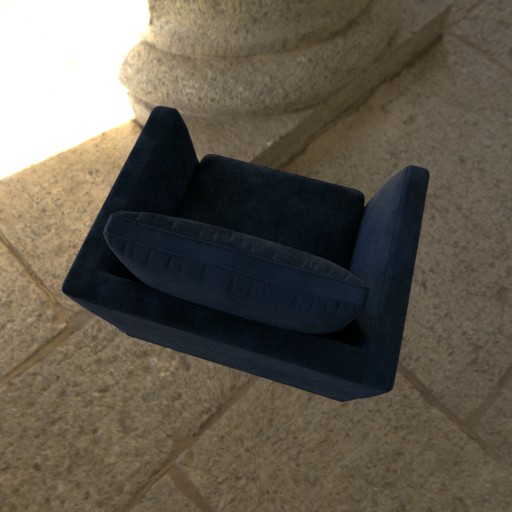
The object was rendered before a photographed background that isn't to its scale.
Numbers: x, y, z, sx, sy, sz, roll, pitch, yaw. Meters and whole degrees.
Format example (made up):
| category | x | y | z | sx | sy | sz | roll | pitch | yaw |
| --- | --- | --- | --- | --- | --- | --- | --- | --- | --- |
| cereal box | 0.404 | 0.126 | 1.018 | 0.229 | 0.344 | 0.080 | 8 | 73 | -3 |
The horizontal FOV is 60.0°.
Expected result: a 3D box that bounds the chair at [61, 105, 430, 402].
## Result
| category | x | y | z | sx | sy | sz | roll | pitch | yaw |
| --- | --- | --- | --- | --- | --- | --- | --- | --- | --- |
| chair | 0.000 | 0.000 | 1.558 | 0.977 | 0.893 | 0.746 | 15 | 66 | 7 |
